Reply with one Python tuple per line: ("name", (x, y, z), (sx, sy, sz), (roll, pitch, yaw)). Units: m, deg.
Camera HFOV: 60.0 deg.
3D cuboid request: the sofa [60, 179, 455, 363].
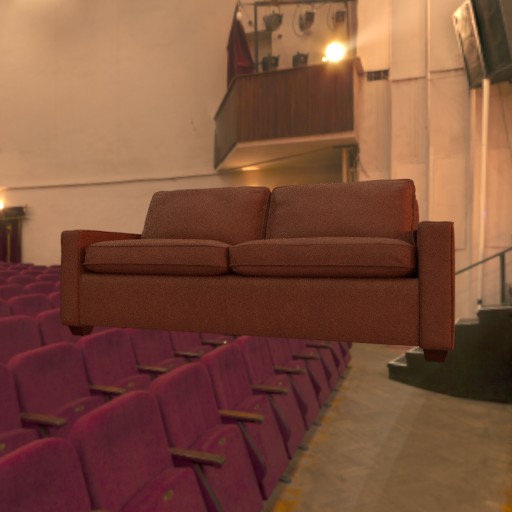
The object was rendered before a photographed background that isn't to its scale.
("sofa", (0.000, 0.000, 2.582), (2.080, 0.919, 0.940), (0, 0, 19))
